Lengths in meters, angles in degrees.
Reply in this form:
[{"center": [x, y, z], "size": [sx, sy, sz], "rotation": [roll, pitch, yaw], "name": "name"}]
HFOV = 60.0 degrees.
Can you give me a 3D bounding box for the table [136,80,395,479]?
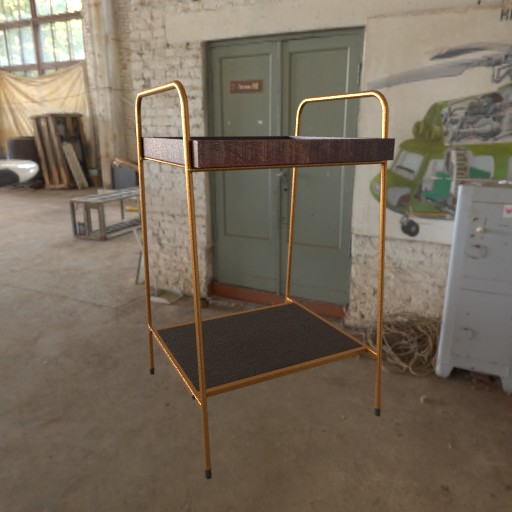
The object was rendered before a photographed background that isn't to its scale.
[{"center": [0.000, 0.000, 1.012], "size": [0.430, 0.710, 0.430], "rotation": [-8, 18, -26], "name": "table"}]
